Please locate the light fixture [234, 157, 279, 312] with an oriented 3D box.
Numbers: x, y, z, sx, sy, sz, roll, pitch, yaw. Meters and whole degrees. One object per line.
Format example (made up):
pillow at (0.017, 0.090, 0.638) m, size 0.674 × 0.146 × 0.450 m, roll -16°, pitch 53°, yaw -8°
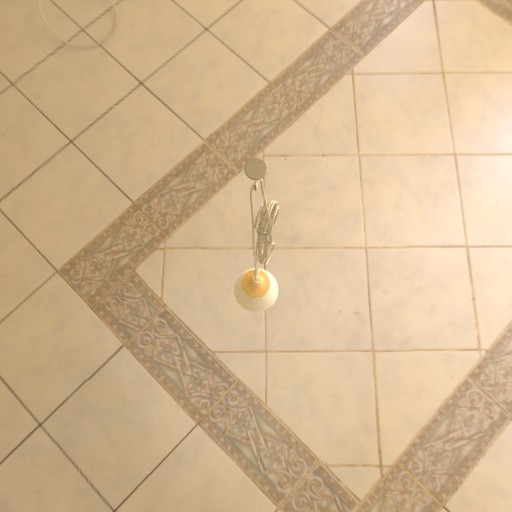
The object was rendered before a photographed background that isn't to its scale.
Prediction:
light fixture at (0.000, 0.000, 1.064) m, size 0.153 × 0.966 × 0.153 m, roll 34°, pitch 78°, yaw 8°
